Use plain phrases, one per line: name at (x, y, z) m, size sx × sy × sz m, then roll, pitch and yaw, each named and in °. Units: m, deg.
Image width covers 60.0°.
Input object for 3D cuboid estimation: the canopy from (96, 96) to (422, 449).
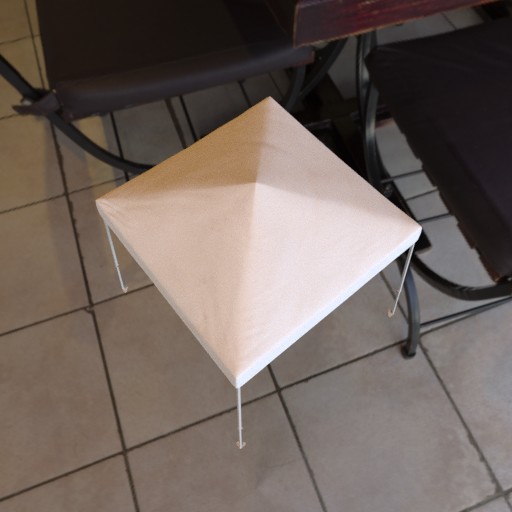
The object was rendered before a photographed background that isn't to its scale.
canopy at (0.000, 0.000, 5.264) m, size 2.848 × 2.849 × 2.849 m, roll -36°, pitch 68°, yaw -17°
